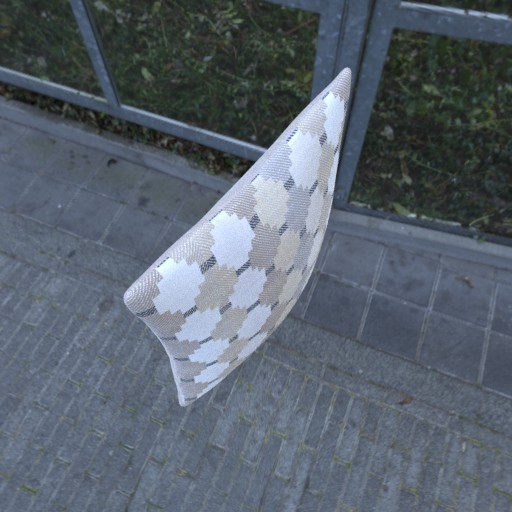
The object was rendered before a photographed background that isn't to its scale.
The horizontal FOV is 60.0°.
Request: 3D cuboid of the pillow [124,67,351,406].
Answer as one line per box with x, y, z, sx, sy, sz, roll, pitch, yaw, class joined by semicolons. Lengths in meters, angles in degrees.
0.000;0.000;0.889;0.192;0.558;0.578;31;64;17;pillow
